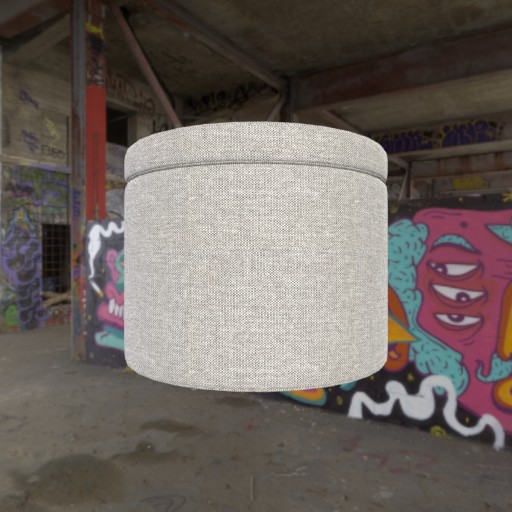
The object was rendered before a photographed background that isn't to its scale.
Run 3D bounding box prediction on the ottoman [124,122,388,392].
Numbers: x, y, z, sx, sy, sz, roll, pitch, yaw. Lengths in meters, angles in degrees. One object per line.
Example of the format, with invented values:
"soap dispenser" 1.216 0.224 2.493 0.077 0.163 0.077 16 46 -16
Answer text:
"ottoman" 0.000 0.000 0.878 0.500 0.419 0.500 0 0 0
